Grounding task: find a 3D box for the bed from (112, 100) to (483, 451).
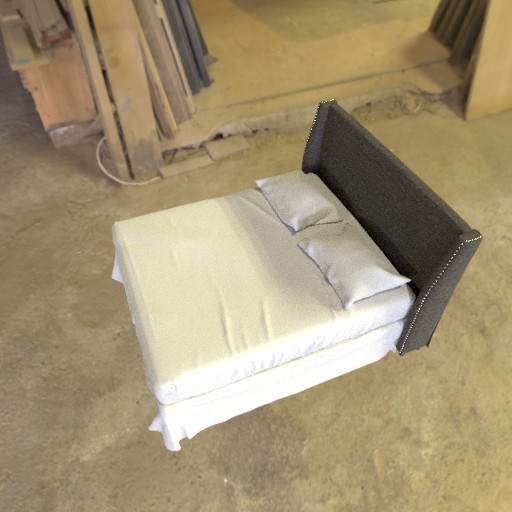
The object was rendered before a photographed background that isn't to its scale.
[{"bbox_3d":[0.000,0.000,3.492,2.276,1.332,1.925,-17,49,-15],"label":"bed"}]
